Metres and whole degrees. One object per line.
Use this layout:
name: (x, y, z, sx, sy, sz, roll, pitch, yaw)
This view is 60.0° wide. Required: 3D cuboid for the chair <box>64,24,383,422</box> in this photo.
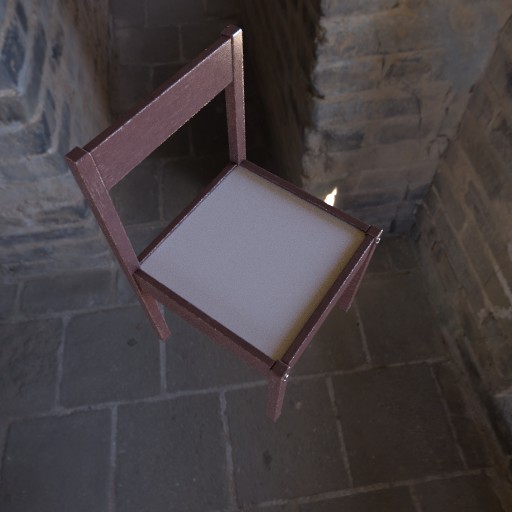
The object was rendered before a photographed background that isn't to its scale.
chair: (0.000, 0.000, 0.684, 0.285, 0.505, 0.285, 31, 64, 17)
